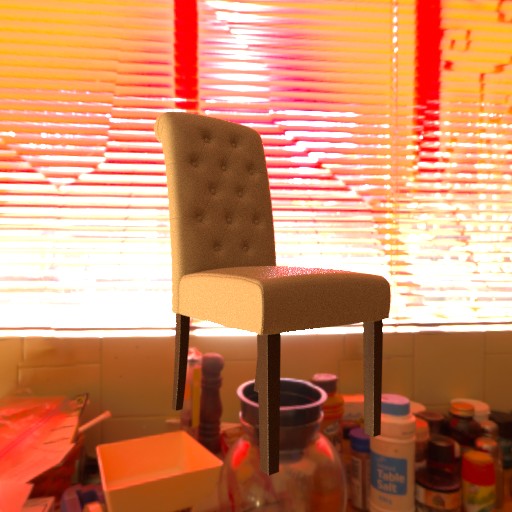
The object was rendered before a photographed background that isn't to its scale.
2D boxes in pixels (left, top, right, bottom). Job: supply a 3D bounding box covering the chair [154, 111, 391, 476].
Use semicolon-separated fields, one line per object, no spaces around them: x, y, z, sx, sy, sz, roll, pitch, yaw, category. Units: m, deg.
0.000;0.000;1.389;0.456;1.006;0.671;0;0;-36;chair
